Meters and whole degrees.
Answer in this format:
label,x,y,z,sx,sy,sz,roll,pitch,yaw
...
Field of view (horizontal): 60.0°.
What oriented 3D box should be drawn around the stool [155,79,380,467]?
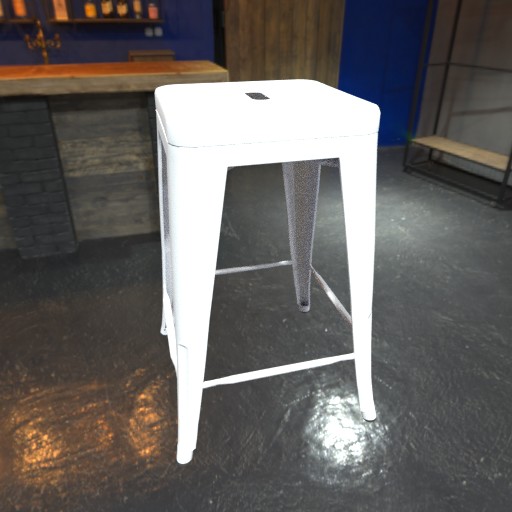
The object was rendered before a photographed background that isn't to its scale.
label,x,y,z,sx,sy,sz,roll,pitch,yaw
stool,0.000,0.000,0.875,0.406,0.610,0.406,-7,30,-13
